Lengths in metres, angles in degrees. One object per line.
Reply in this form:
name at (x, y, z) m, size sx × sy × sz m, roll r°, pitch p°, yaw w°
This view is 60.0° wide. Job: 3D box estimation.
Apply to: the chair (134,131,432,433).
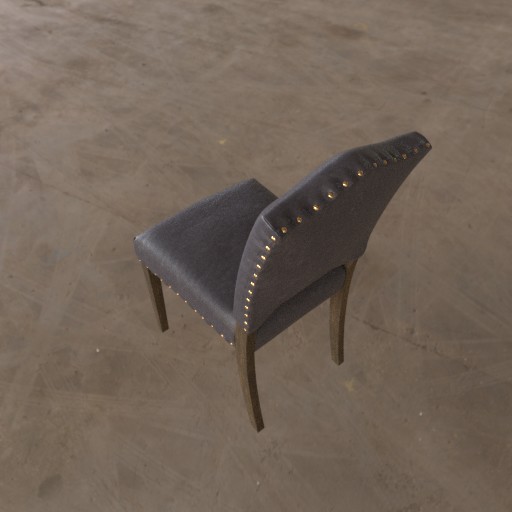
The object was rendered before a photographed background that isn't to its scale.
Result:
chair at (0.000, 0.000, 1.313) m, size 0.500 × 0.991 × 0.633 m, roll -31°, pitch 54°, yaw -26°
